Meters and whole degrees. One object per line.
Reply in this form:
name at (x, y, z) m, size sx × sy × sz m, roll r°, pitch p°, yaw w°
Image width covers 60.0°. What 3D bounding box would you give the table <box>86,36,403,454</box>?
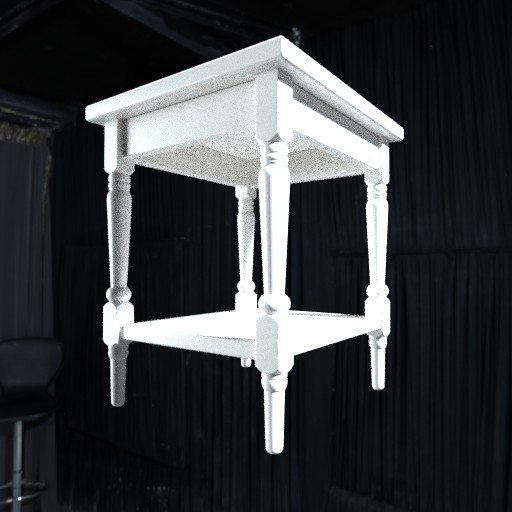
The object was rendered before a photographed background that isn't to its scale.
table at (0.000, 0.000, 0.897) m, size 0.442 × 0.565 × 0.488 m, roll -1°, pitch -2°, yaw 36°
